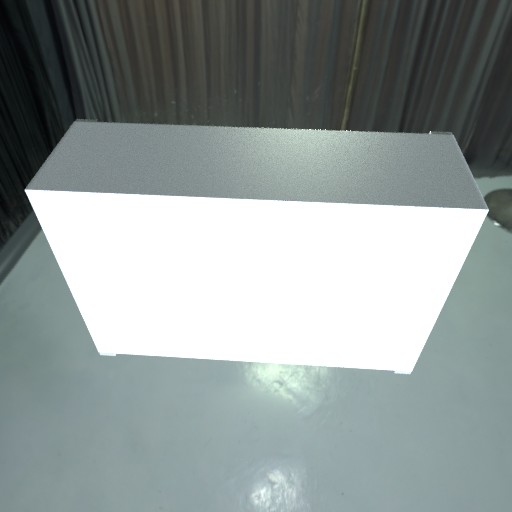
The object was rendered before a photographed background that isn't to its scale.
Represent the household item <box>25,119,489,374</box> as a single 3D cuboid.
[{"bbox_3d":[0.000,0.000,1.693,1.300,0.867,0.420,3,45,3],"label":"household item"}]
